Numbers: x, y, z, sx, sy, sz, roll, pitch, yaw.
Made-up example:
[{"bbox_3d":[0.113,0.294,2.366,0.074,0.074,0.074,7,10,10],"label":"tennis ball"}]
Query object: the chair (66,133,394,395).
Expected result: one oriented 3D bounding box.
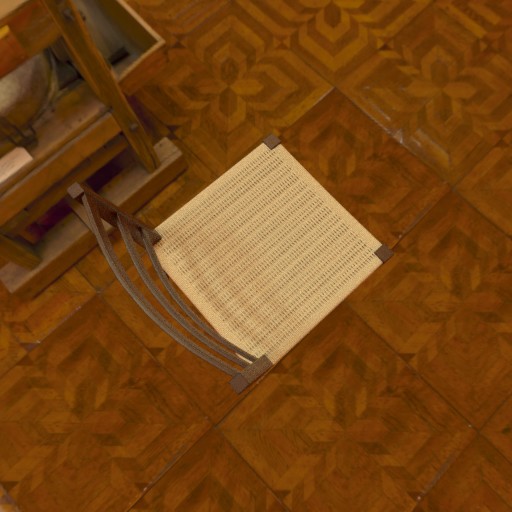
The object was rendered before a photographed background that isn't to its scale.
[{"bbox_3d":[0.000,0.000,1.170,0.551,0.813,0.480,-41,79,-10],"label":"chair"}]
